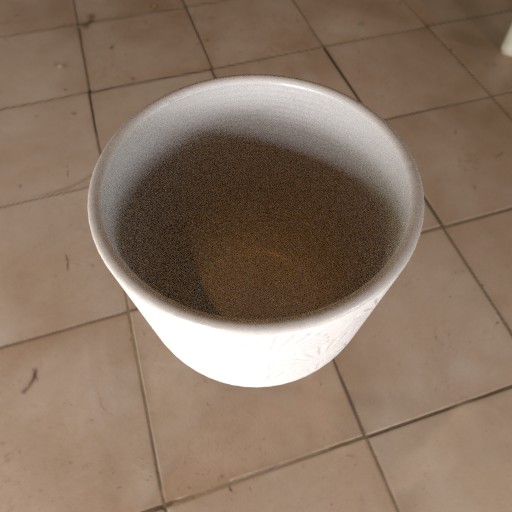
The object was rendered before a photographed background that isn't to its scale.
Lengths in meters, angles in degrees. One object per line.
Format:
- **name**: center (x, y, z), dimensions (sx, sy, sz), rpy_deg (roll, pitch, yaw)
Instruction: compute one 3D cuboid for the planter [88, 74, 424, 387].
- **planter**: center (0.000, 0.000, 0.290), dimensions (0.170, 0.152, 0.170), rpy_deg (0, 58, 0)
